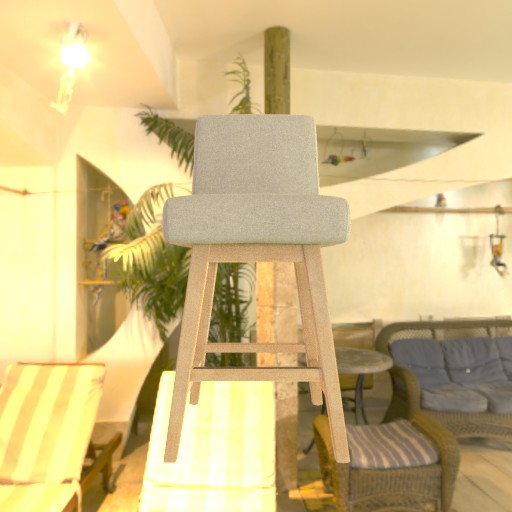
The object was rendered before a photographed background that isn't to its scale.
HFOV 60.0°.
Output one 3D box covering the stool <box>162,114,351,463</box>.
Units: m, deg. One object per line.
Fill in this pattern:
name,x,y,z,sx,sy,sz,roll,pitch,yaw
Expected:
stool,0.000,0.000,1.433,0.507,1.085,0.606,0,0,0
